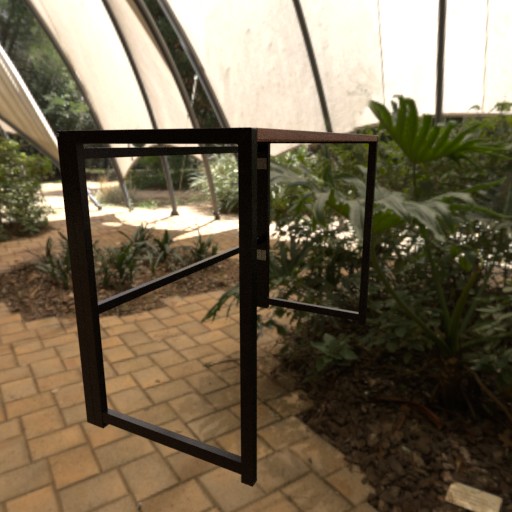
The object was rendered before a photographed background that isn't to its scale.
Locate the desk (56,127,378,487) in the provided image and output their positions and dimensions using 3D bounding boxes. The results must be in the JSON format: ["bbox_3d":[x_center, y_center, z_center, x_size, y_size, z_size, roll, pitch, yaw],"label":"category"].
[{"bbox_3d":[0.000,0.000,1.430,0.508,0.762,1.016,7,16,26],"label":"desk"}]
